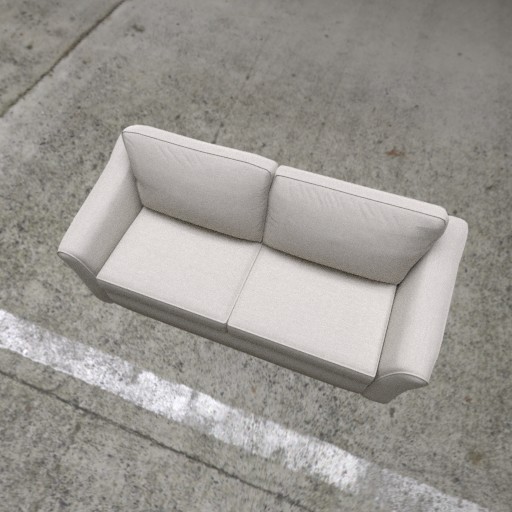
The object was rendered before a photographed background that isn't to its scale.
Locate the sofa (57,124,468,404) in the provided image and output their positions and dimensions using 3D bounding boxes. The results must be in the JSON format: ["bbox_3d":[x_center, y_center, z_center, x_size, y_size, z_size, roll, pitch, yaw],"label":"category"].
[{"bbox_3d":[0.000,0.000,2.746,2.270,0.965,0.980,18,59,11],"label":"sofa"}]
